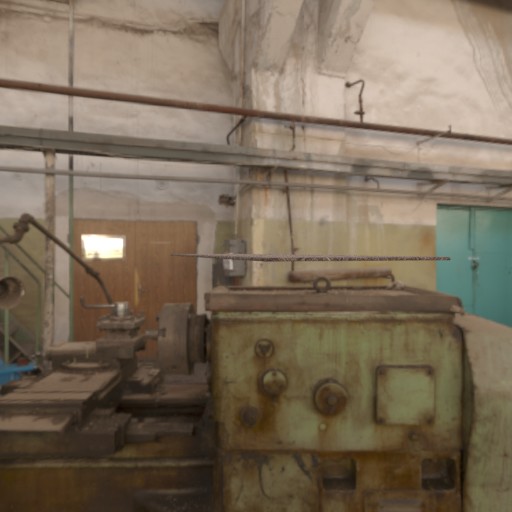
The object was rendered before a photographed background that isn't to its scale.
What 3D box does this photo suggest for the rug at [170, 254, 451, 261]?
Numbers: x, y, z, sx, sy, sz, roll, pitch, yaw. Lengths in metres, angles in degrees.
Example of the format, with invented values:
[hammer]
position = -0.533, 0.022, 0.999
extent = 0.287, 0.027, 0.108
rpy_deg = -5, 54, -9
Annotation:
[rug]
position = 0.000, 0.000, 2.523
extent = 0.691, 0.011, 2.296
rpy_deg = 0, 1, -18
